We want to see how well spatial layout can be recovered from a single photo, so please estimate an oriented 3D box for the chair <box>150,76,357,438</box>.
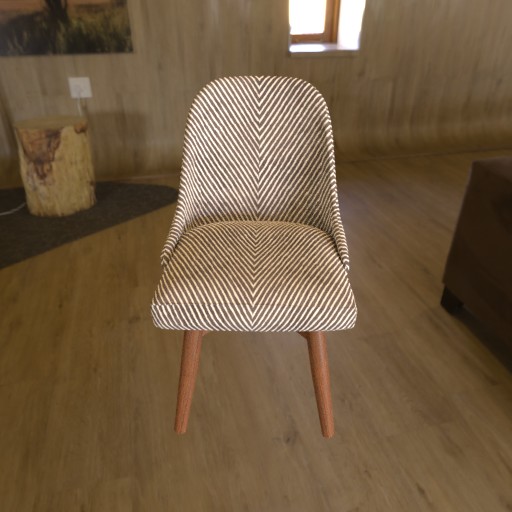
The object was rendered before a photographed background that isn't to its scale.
[{"bbox_3d":[0.000,0.000,1.265,0.504,0.883,0.591,1,30,2],"label":"chair"}]
